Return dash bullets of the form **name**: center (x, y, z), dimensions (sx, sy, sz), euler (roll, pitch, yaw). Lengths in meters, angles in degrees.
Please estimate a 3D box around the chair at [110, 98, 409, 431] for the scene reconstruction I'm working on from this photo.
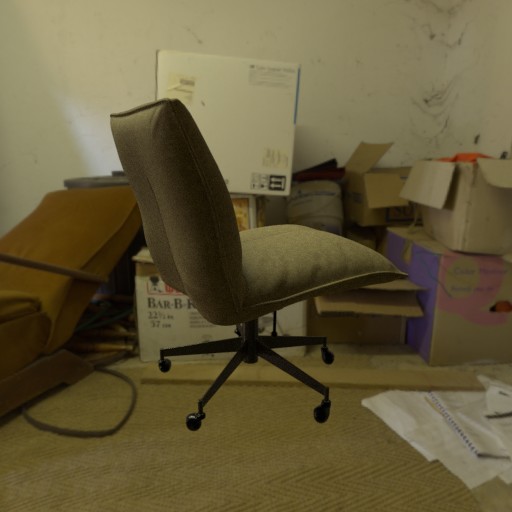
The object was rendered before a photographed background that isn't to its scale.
- **chair**: center (0.000, 0.000, 1.297), dimensions (0.696, 0.811, 0.597), euler (-7, 15, -26)
